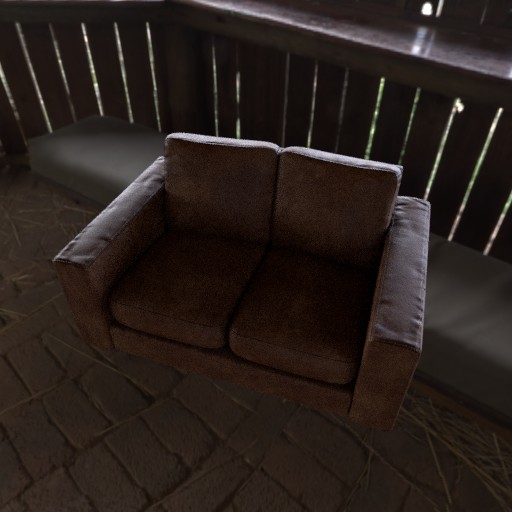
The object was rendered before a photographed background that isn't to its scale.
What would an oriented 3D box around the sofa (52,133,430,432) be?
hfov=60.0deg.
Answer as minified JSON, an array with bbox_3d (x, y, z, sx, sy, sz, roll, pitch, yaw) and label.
[{"bbox_3d":[0.000,0.000,2.279,1.626,0.889,1.041,12,42,14],"label":"sofa"}]
